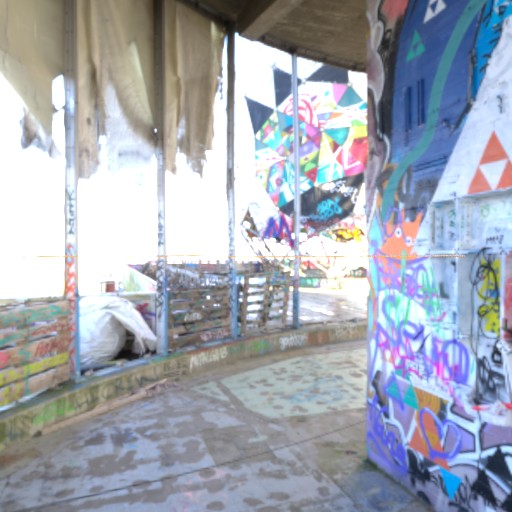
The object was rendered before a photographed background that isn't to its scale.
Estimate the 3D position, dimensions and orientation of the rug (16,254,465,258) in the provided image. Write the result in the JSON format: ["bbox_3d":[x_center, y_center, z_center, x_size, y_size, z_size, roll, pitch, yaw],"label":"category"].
[{"bbox_3d":[0.000,0.000,2.488,2.294,0.014,0.704,0,0,-19],"label":"rug"}]
